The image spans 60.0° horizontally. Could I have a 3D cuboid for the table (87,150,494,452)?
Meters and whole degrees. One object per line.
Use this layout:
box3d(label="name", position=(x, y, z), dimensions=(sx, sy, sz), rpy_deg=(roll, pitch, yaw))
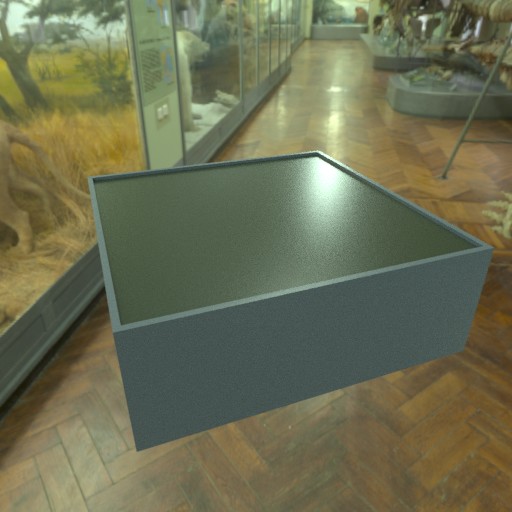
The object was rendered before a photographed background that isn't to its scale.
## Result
box3d(label="table", position=(0.000, 0.000, 1.235), dimensions=(0.801, 0.299, 0.801), rpy_deg=(-11, 31, -18))
